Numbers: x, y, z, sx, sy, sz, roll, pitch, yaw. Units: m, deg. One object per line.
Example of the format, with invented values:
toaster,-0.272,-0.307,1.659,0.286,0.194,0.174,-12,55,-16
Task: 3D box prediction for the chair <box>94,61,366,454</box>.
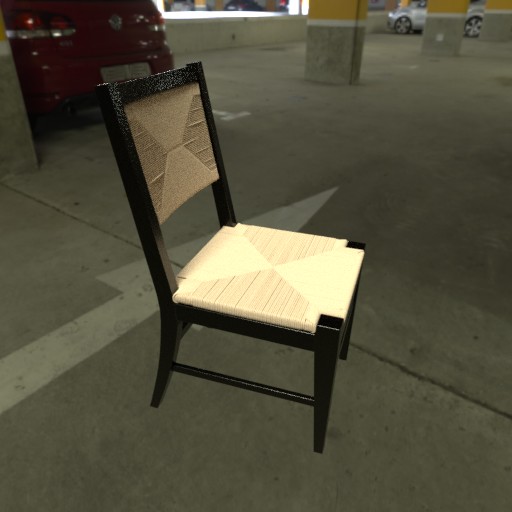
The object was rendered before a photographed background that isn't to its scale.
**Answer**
chair,0.000,0.000,1.218,0.552,0.927,0.437,10,31,17
